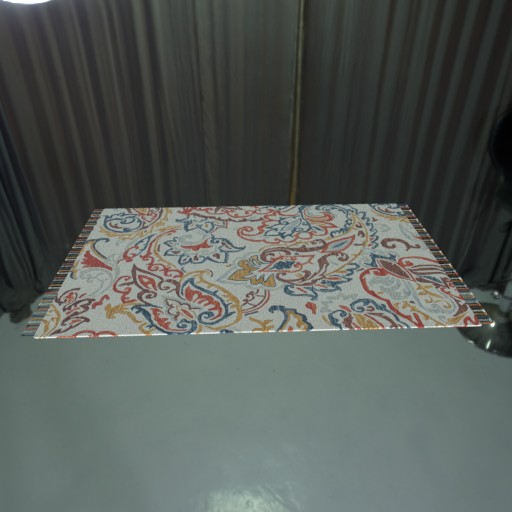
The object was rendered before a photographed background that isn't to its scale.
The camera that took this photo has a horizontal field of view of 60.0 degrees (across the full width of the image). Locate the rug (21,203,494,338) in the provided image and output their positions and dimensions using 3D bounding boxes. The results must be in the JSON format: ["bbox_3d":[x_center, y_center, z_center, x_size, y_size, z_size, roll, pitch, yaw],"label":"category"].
[{"bbox_3d":[0.000,0.000,3.044,2.584,0.010,1.523,-1,33,-2],"label":"rug"}]
